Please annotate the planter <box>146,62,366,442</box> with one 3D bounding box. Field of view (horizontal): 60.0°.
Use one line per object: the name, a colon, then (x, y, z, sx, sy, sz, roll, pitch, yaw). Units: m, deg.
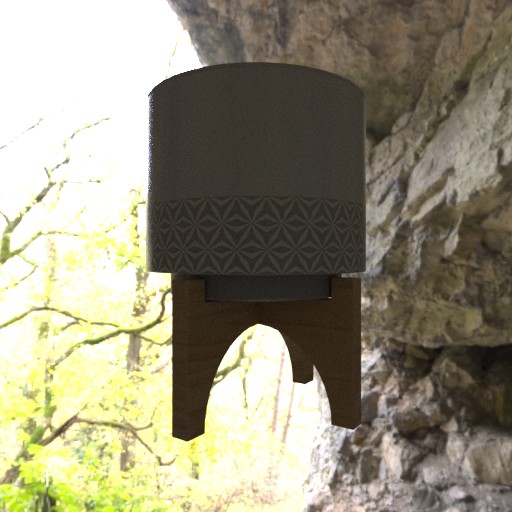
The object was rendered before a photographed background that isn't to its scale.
planter: (0.000, 0.000, 0.390, 0.188, 0.260, 0.188, 0, 0, 0)
